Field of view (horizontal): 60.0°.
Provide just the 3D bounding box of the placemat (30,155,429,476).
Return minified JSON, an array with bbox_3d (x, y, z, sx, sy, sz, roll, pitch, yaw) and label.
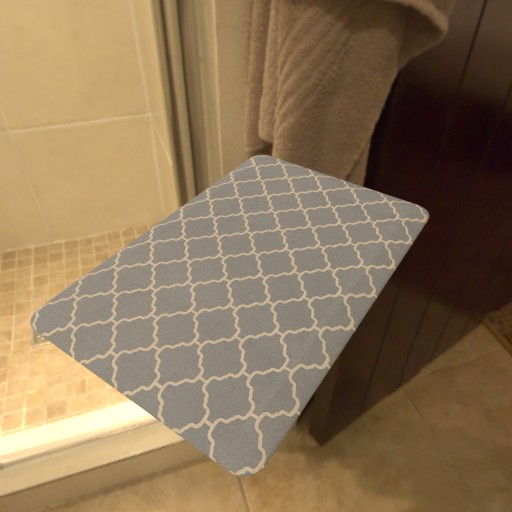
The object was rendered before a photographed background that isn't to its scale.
[{"bbox_3d":[0.000,0.000,0.927,0.508,0.021,0.762,24,47,25],"label":"placemat"}]
